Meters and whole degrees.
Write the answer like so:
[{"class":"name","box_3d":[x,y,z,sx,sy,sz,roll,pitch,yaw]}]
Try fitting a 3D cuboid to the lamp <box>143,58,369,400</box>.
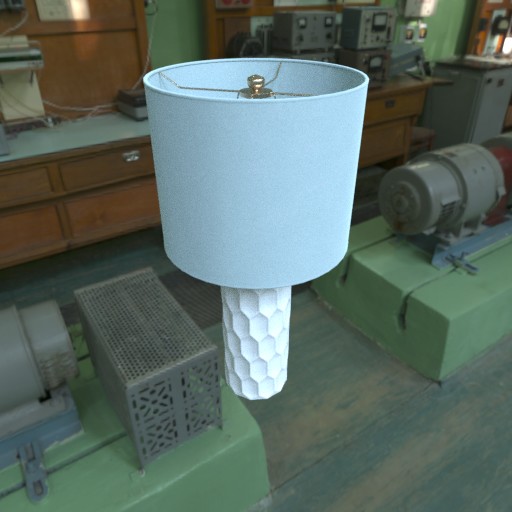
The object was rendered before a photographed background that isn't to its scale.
[{"class":"lamp","box_3d":[0.000,0.000,0.695,0.277,0.534,0.277,-20,37,-29]}]
